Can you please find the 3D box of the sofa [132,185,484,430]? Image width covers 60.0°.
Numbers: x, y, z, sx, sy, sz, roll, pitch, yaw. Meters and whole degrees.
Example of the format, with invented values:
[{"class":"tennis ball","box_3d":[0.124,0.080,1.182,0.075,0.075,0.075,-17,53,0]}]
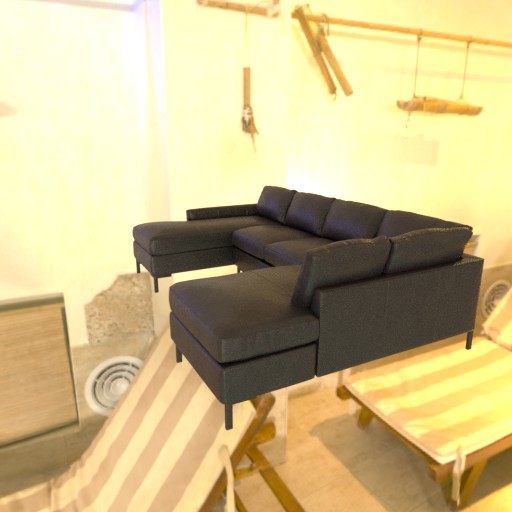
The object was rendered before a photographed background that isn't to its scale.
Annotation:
[{"class":"sofa","box_3d":[0.000,0.000,3.788,1.939,0.900,2.956,-8,17,-27]}]
